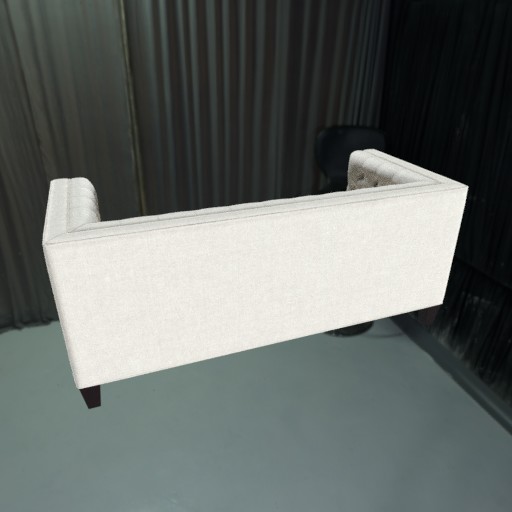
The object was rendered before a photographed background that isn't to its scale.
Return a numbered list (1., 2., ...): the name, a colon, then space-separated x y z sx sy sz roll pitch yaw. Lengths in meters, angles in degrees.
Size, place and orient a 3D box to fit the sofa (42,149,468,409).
1. sofa: 0.000 0.000 2.211 1.778 0.762 0.775 -9 28 -18
